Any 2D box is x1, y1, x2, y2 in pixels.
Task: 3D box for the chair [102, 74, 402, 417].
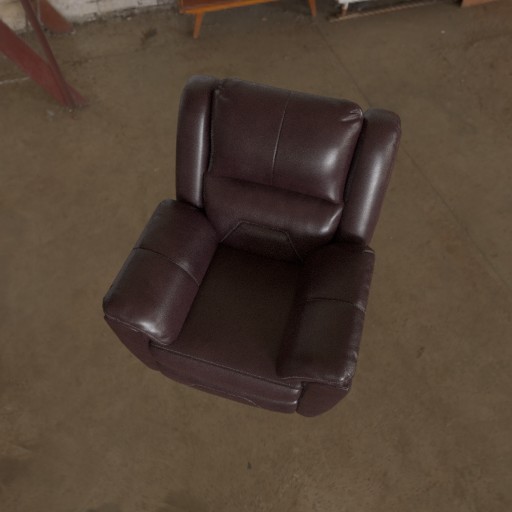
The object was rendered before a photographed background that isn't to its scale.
[{"bbox_3d":[0.000,0.000,1.915,0.990,1.093,1.041,14,59,9],"label":"chair"}]
